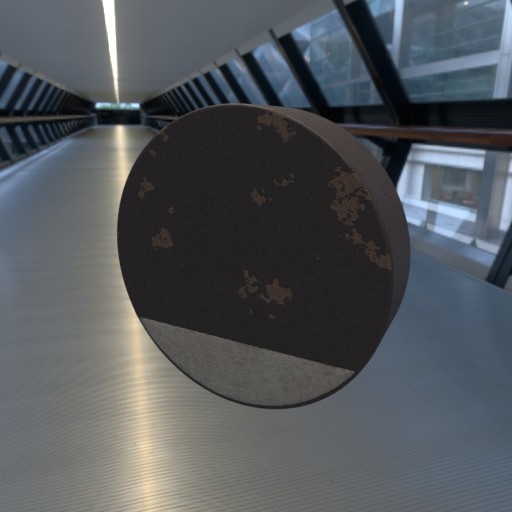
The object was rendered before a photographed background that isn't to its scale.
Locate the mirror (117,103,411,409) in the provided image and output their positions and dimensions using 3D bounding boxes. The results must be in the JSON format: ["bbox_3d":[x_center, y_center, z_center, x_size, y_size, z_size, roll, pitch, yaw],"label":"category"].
[{"bbox_3d":[0.000,0.000,0.599,0.386,0.386,0.126,9,18,27],"label":"mirror"}]
